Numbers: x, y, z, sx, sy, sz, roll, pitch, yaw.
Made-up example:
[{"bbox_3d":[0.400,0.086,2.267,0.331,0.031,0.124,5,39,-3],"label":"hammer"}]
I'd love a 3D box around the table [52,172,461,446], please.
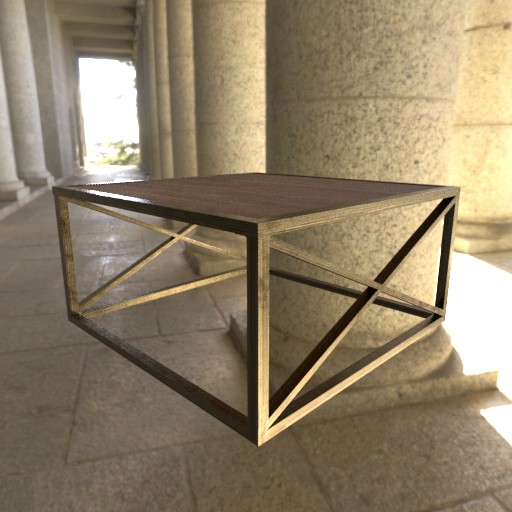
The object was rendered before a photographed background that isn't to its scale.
[{"bbox_3d":[0.000,0.000,1.441,0.909,0.451,0.899,14,20,43],"label":"table"}]
